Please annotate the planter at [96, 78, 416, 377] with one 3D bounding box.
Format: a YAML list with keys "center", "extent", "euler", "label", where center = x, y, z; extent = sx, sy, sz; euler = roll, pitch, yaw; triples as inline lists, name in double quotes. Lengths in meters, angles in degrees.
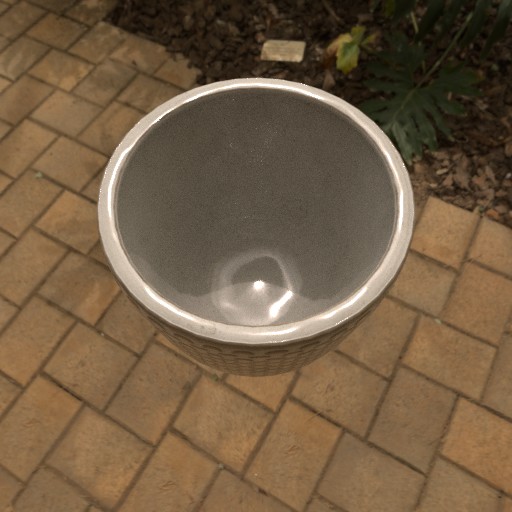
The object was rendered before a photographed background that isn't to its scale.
- center: [0.000, 0.000, 0.309]
  extent: [0.173, 0.160, 0.173]
  euler: [0, 64, 0]
  label: "planter"
